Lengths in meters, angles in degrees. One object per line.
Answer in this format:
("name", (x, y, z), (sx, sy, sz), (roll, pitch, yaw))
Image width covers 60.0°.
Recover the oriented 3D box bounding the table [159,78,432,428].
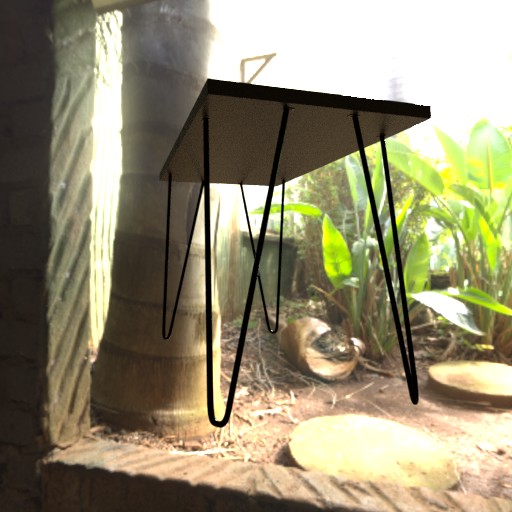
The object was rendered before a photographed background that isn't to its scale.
("table", (0.000, 0.000, 1.372), (0.499, 0.660, 0.991), (0, 0, -17))
